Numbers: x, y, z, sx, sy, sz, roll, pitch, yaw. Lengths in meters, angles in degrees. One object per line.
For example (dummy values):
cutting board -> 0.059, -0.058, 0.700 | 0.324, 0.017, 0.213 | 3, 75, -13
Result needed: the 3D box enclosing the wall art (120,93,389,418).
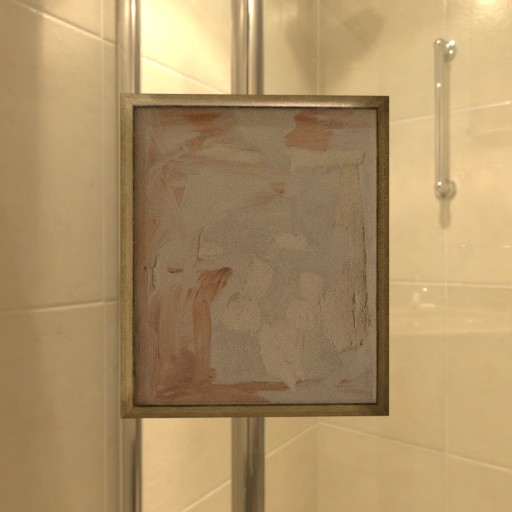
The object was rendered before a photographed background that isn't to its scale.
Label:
wall art -> 0.000, 0.000, 0.621 | 0.381, 0.457, 0.023 | 0, 0, -1
